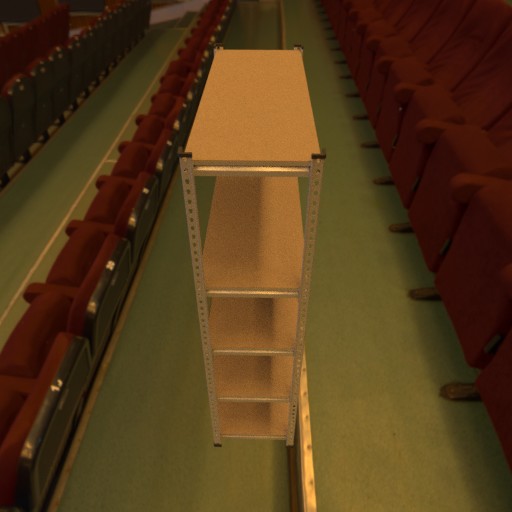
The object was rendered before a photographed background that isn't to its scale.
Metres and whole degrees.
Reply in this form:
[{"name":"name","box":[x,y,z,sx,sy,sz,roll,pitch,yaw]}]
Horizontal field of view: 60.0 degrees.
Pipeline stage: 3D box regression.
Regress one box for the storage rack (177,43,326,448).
[{"name":"storage rack","box":[0.000,0.000,2.401,0.457,1.829,1.219,1,40,1]}]
